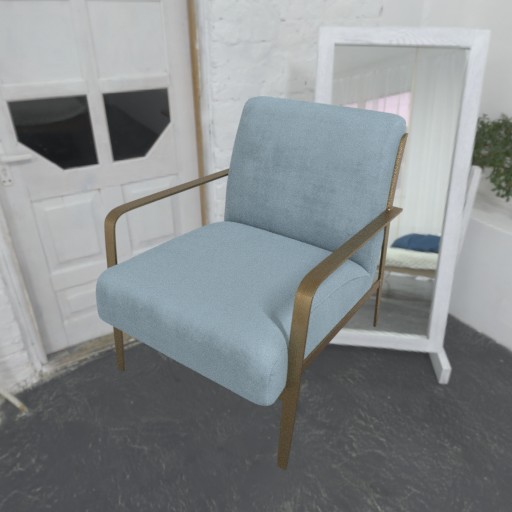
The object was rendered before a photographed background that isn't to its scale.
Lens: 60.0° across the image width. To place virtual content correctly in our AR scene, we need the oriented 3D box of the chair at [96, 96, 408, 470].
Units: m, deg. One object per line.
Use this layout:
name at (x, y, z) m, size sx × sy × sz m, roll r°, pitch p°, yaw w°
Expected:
chair at (0.000, 0.000, 1.443) m, size 0.701 × 0.824 × 0.842 m, roll 19°, pitch 36°, yaw 29°
